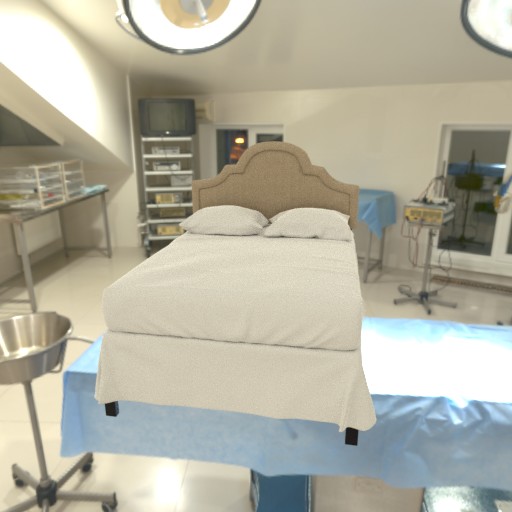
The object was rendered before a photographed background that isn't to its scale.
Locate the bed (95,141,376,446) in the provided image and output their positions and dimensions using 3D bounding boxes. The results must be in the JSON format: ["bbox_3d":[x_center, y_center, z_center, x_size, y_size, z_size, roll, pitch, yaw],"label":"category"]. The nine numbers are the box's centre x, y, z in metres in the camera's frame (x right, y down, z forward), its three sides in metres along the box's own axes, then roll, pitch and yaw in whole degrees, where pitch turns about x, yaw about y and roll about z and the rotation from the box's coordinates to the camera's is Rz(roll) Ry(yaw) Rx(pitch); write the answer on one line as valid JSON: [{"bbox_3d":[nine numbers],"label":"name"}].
[{"bbox_3d":[0.000,0.000,3.407,1.780,1.634,2.222,3,17,10],"label":"bed"}]
